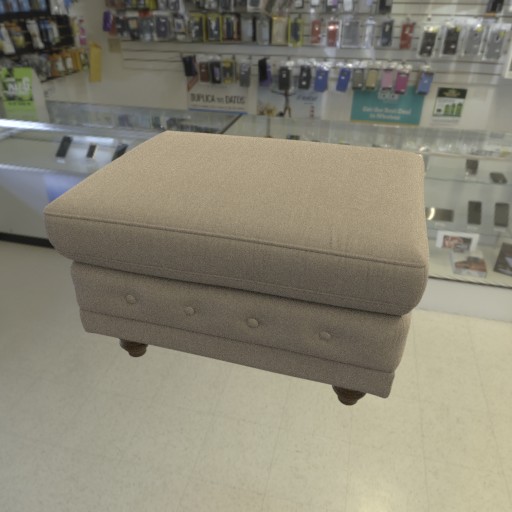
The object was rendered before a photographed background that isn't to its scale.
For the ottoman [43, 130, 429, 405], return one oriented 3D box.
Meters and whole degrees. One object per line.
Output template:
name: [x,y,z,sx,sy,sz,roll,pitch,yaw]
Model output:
ottoman: [0.000,0.000,1.140,0.771,0.500,0.569,9,33,14]
